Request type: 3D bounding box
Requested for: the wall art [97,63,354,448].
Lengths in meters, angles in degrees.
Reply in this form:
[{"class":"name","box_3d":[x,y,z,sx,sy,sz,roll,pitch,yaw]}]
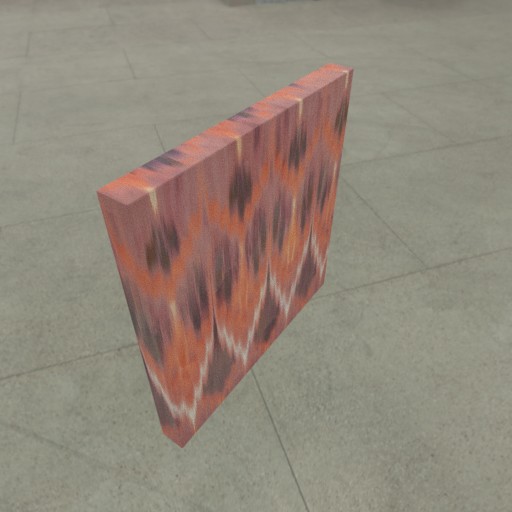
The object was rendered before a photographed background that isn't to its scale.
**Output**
[{"class":"wall art","box_3d":[0.000,0.000,0.615,0.038,0.406,0.403,25,47,26]}]
